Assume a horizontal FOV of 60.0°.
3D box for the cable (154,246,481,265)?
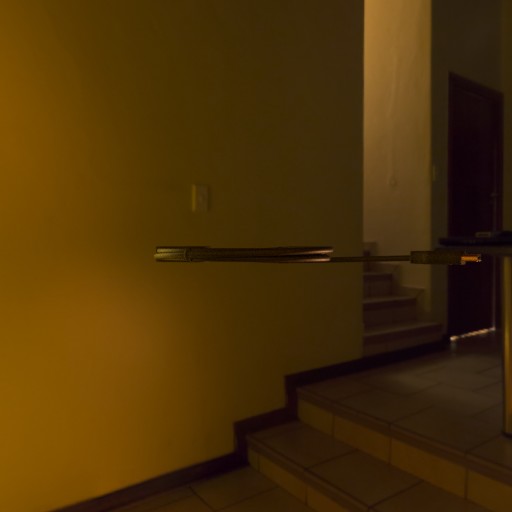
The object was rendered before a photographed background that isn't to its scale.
[{"bbox_3d":[0.000,0.000,0.327,0.281,0.015,0.136,1,1,34],"label":"cable"}]
